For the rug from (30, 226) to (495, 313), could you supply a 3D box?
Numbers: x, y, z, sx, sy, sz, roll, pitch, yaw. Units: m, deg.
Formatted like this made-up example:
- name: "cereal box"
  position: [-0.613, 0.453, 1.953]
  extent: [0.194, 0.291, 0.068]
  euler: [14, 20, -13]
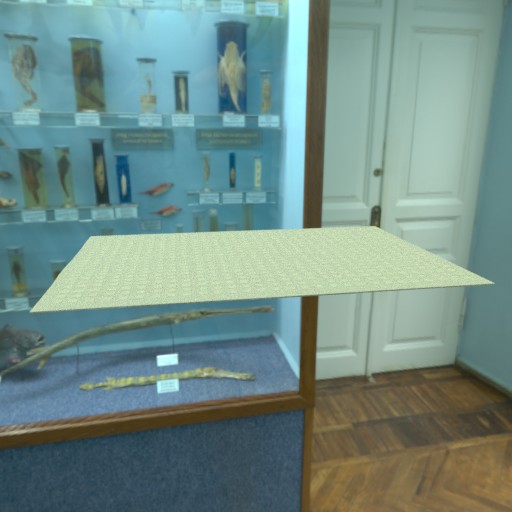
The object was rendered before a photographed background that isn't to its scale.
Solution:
- name: "rug"
  position: [0.000, 0.000, 2.168]
  extent: [1.747, 0.006, 1.143]
  euler: [-3, 16, -9]
